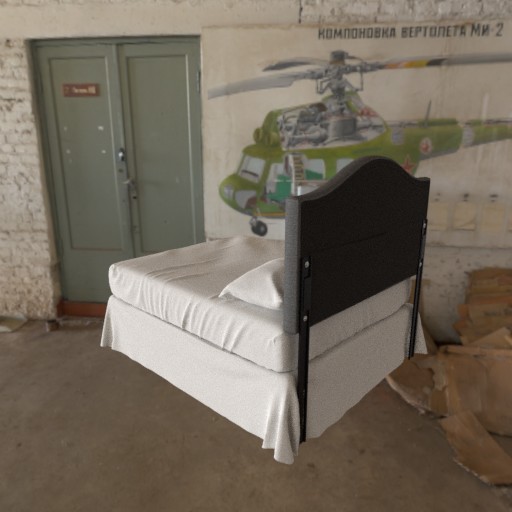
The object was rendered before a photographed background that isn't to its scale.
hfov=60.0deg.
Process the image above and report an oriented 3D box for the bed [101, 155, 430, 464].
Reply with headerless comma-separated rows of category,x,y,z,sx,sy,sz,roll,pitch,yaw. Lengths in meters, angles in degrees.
bed,0.000,0.000,3.582,2.221,1.645,1.876,14,21,42
